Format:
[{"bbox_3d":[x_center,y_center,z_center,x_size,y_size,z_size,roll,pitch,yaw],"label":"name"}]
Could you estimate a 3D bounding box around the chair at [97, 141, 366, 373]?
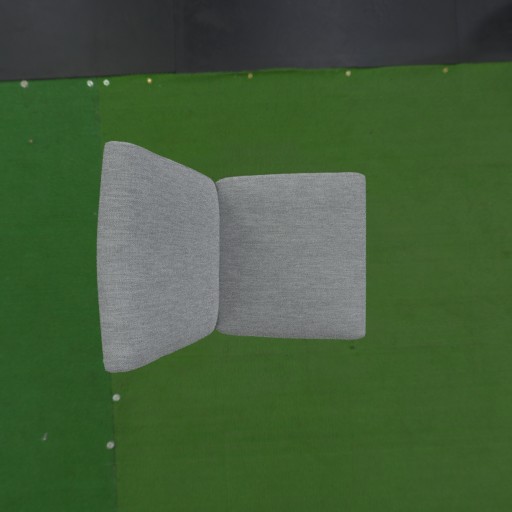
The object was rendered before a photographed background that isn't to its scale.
[{"bbox_3d":[0.000,0.000,1.269,0.629,0.884,0.487,0,90,-1],"label":"chair"}]
